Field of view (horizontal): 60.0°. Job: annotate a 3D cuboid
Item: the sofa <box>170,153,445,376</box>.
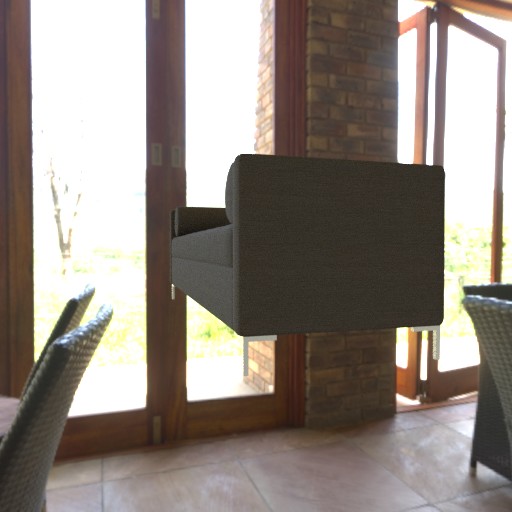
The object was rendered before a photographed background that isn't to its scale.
[{"bbox_3d":[0.000,0.000,2.262,0.686,0.635,1.981,0,1,-16],"label":"sofa"}]
